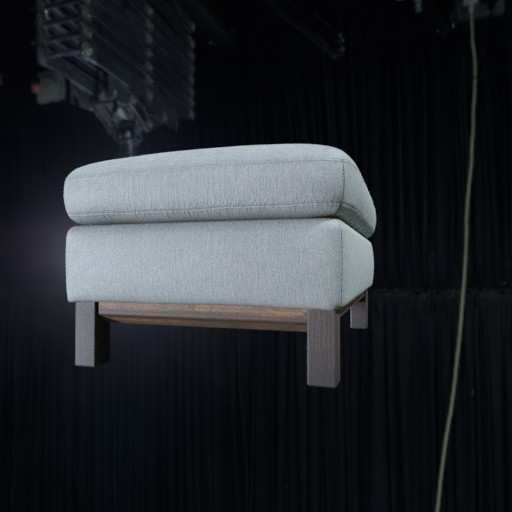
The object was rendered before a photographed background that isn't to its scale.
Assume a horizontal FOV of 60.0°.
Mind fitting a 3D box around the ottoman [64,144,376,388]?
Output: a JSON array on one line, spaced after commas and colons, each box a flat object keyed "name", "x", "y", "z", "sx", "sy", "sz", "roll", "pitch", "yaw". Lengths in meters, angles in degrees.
[{"name": "ottoman", "x": 0.000, "y": 0.000, "z": 1.046, "sx": 0.528, "sy": 0.404, "sz": 0.735, "roll": 0, "pitch": -1, "yaw": 18}]
